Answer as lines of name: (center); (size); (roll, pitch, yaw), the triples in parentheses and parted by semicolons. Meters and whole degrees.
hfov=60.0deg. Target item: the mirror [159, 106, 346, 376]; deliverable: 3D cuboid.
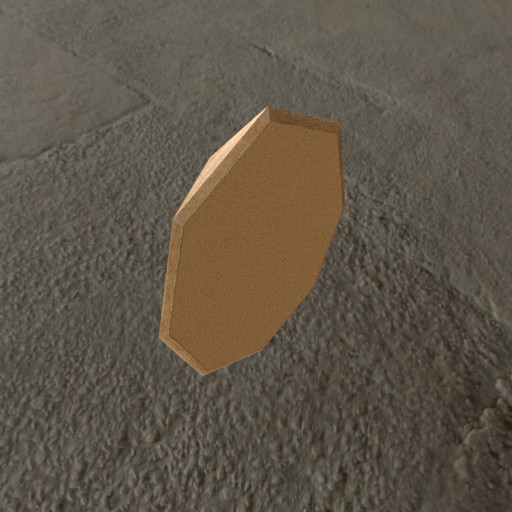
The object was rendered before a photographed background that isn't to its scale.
mirror: (0.000, 0.000, 1.022); (0.577, 0.774, 0.070); (-35, 57, -27)
